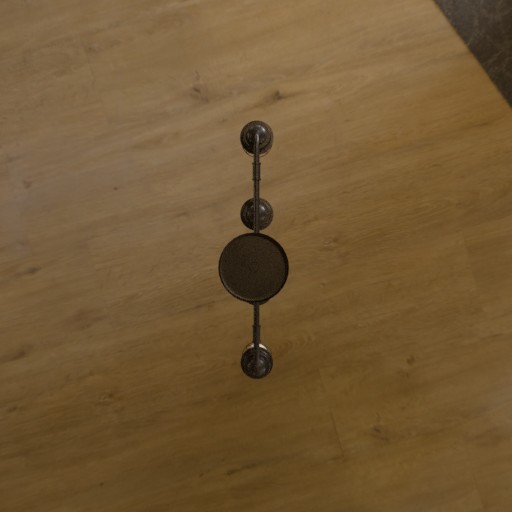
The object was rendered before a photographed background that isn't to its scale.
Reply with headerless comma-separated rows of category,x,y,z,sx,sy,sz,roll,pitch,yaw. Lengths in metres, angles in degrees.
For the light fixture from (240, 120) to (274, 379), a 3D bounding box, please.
light fixture,0.000,0.000,1.213,0.131,0.785,0.852,0,93,1
